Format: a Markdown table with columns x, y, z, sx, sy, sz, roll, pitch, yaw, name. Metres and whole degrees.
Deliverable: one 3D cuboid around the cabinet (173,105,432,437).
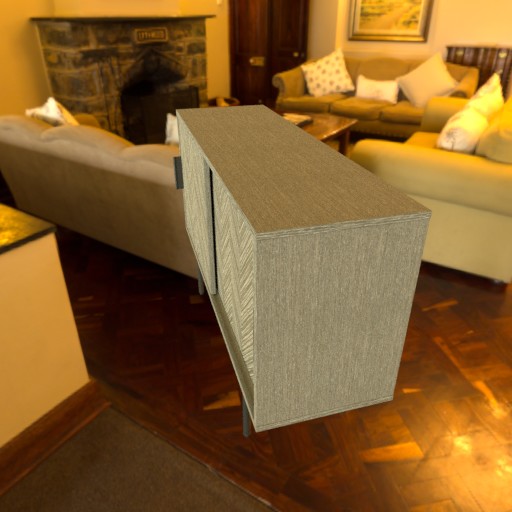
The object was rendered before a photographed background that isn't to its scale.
| x | y | z | sx | sy | sz | roll | pitch | yaw | name |
| --- | --- | --- | --- | --- | --- | --- | --- | --- | --- |
| 0.000 | 0.000 | 1.546 | 0.405 | 0.787 | 1.194 | -8 | 30 | -14 | cabinet |
